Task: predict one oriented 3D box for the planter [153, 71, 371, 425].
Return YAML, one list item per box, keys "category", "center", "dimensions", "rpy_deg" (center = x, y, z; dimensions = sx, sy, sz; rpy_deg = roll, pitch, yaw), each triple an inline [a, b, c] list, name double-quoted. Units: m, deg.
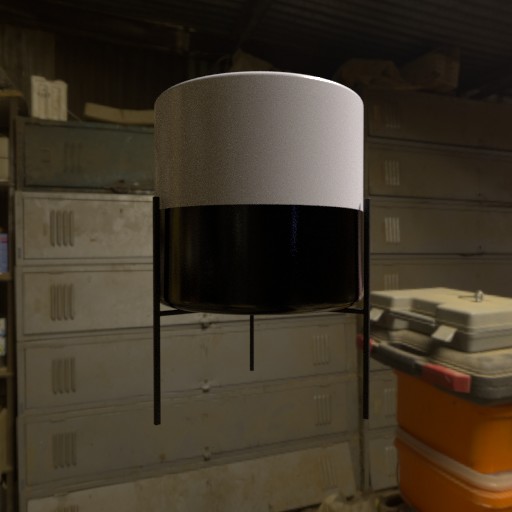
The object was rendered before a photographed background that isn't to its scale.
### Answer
- category: "planter"
  center: [0.000, 0.000, 0.661]
  dimensions: [0.310, 0.432, 0.310]
  rpy_deg: [0, 1, -19]
